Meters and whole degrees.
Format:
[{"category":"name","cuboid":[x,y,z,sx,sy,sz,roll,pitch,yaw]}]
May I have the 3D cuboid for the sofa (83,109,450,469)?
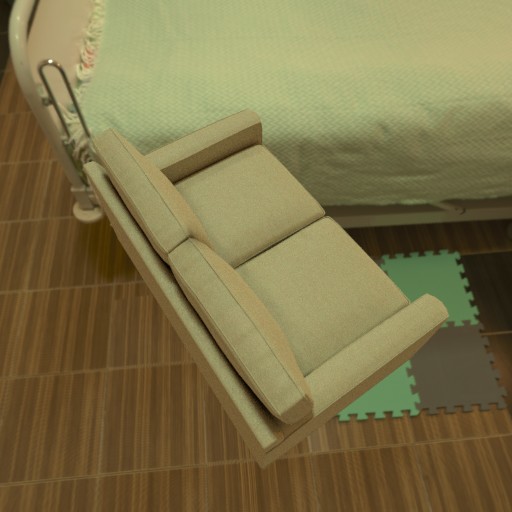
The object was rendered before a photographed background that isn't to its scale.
[{"category":"sofa","cuboid":[0.000,0.000,2.078,0.942,0.853,1.484,-30,64,-17]}]
